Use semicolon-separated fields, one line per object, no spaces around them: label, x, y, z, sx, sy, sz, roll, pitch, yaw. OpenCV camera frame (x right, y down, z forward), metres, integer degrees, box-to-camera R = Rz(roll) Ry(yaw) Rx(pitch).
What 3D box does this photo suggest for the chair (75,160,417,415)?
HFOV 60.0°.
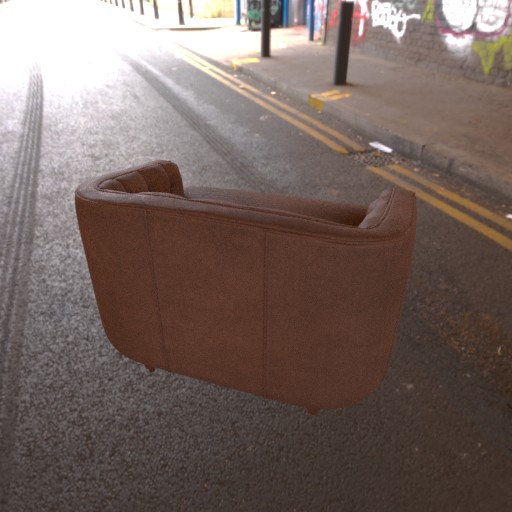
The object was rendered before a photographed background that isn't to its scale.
chair;0.000;0.000;1.733;1.118;0.787;0.914;10;33;15
